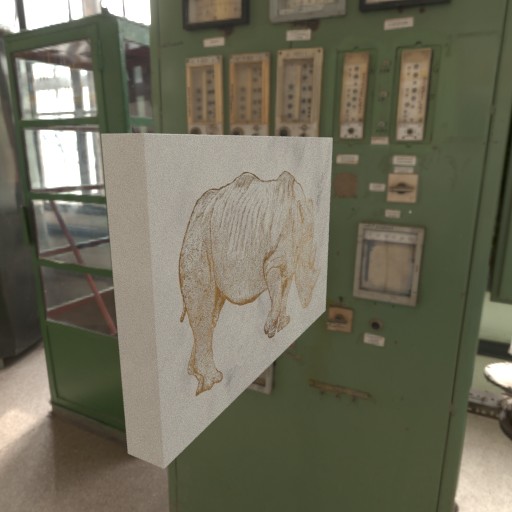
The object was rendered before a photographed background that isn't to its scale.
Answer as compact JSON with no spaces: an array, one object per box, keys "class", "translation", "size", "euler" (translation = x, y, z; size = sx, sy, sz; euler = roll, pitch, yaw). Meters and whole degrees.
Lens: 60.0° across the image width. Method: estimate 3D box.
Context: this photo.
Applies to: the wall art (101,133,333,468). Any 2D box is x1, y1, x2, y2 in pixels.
[{"class":"wall art","translation":[0.000,0.000,0.488],"size":[0.038,0.254,0.381],"euler":[8,16,27]}]
